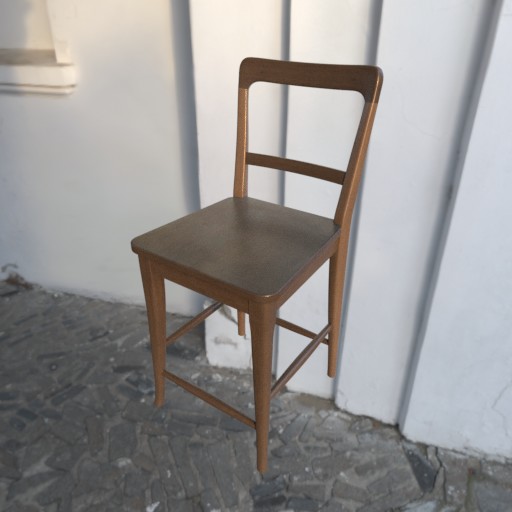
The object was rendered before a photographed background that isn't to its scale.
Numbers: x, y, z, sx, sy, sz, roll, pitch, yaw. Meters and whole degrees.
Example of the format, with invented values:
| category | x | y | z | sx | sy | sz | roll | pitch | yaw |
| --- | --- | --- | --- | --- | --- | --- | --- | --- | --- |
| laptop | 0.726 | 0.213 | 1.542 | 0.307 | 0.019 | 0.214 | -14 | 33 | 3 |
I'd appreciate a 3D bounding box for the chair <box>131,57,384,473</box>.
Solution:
| category | x | y | z | sx | sy | sz | roll | pitch | yaw |
| --- | --- | --- | --- | --- | --- | --- | --- | --- | --- |
| chair | 0.000 | 0.000 | 1.270 | 0.450 | 0.991 | 0.546 | 19 | 34 | 30 |
